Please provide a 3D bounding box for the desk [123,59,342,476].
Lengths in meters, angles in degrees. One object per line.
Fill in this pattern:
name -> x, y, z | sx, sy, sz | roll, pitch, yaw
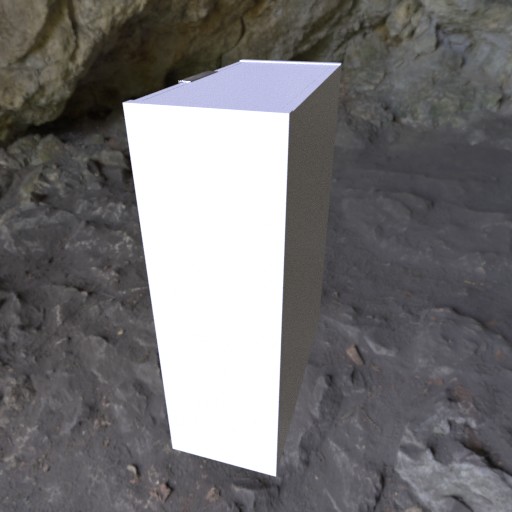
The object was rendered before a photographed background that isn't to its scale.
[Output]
desk -> 0.000, 0.000, 1.580 | 0.390, 1.190, 0.850 | 8, 31, 14
